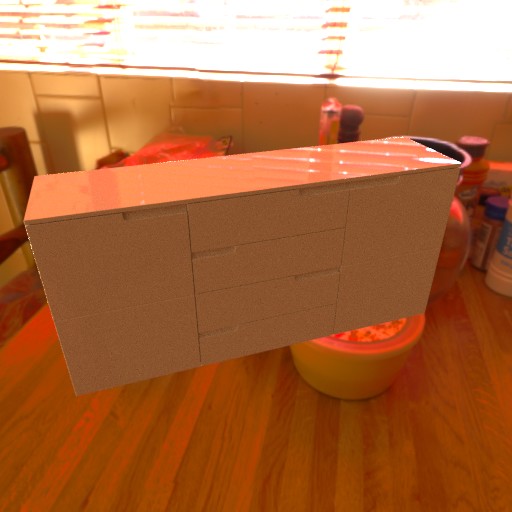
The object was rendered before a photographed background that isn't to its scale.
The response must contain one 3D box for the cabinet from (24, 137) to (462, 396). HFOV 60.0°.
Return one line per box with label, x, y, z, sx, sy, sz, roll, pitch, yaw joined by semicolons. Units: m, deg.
cabinet;0.000;0.000;1.963;1.650;0.800;0.400;-10;32;-16
